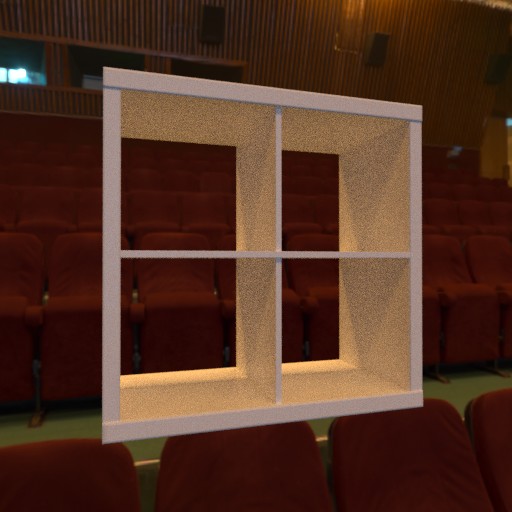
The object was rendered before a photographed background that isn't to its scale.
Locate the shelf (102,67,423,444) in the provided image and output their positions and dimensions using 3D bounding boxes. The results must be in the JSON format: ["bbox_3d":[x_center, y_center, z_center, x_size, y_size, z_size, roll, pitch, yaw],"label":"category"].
[{"bbox_3d":[0.000,0.000,1.226,0.790,0.786,0.390,0,0,-17],"label":"shelf"}]
